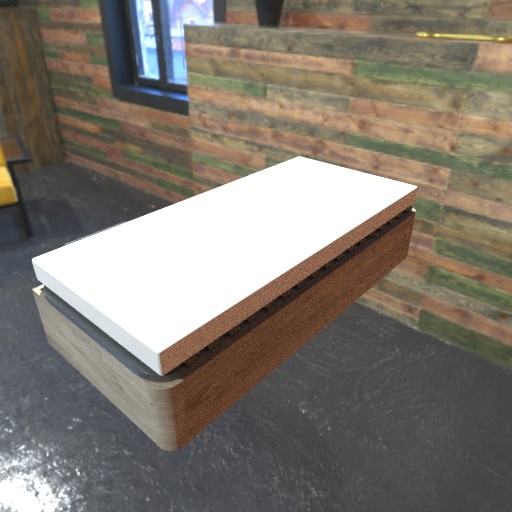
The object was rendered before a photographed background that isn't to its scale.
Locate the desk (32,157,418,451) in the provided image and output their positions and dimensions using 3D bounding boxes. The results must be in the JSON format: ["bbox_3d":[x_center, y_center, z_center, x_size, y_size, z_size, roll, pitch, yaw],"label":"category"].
[{"bbox_3d":[0.000,0.000,2.297,0.900,0.455,1.900,24,38,35],"label":"desk"}]
